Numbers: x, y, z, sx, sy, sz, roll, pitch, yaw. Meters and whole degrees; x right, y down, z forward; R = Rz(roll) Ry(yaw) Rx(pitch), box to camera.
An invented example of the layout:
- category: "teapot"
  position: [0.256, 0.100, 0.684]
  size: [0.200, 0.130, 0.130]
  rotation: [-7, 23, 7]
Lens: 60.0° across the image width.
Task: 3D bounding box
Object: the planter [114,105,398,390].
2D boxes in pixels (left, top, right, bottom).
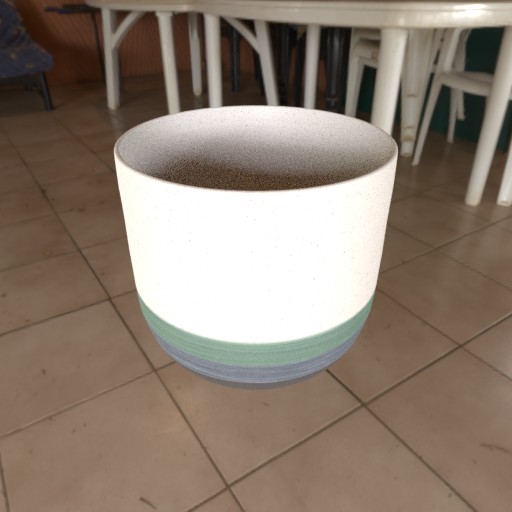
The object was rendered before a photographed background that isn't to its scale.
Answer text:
- category: "planter"
  position: [0.000, 0.000, 0.499]
  size: [0.268, 0.270, 0.268]
  rotation: [0, 32, 0]
